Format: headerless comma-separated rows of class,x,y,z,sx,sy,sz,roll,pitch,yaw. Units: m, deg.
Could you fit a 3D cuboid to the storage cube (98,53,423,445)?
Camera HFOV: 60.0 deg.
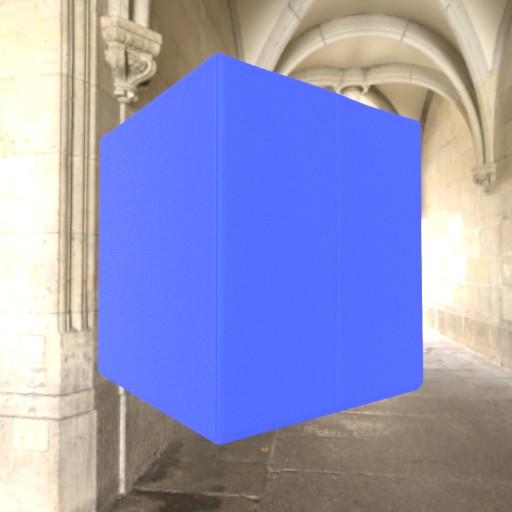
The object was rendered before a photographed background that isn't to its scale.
storage cube,0.000,0.000,0.496,0.270,0.280,0.270,1,-2,-37
